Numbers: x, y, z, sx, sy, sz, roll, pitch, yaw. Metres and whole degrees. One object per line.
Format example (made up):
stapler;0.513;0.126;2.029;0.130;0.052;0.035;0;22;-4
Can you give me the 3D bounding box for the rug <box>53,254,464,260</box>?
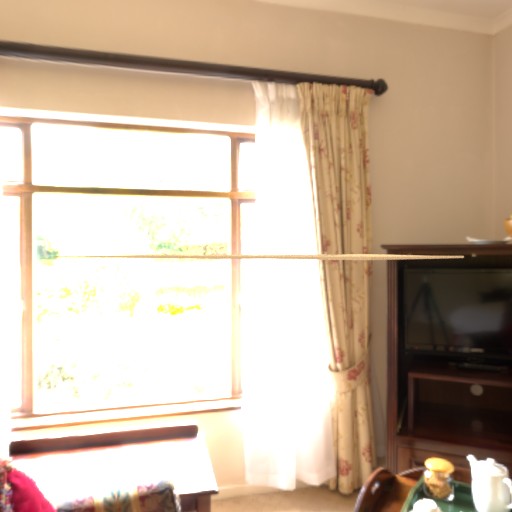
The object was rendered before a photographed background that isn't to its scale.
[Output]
rug;0.000;0.000;3.194;2.438;0.026;1.706;0;0;37
